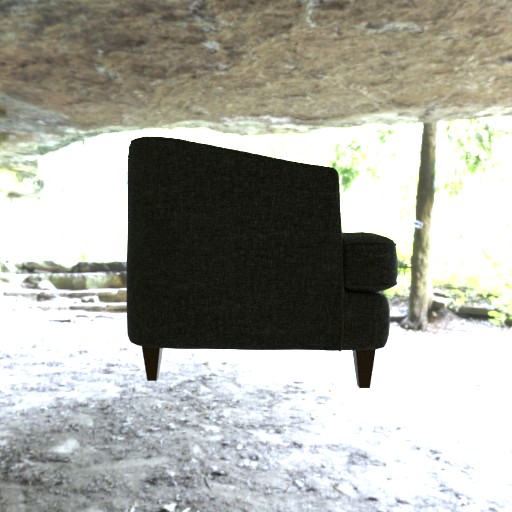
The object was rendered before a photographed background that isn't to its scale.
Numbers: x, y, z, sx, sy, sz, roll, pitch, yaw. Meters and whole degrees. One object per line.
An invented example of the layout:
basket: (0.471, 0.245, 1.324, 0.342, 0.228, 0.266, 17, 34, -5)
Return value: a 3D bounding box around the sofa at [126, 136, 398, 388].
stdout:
sofa: (0.000, 0.000, 2.233, 0.941, 0.855, 1.733, 0, 0, 0)
